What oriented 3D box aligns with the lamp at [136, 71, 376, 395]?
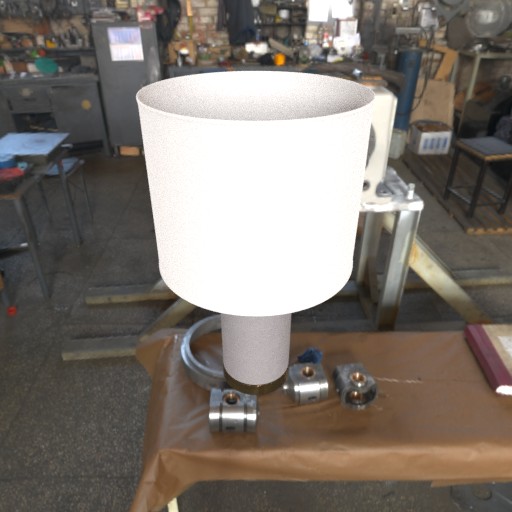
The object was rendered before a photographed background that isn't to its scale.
[{"bbox_3d":[0.000,0.000,0.533,0.229,0.380,0.229,0,31,0],"label":"lamp"}]
